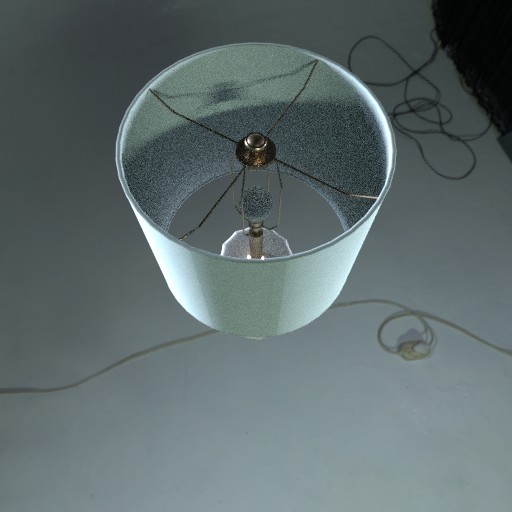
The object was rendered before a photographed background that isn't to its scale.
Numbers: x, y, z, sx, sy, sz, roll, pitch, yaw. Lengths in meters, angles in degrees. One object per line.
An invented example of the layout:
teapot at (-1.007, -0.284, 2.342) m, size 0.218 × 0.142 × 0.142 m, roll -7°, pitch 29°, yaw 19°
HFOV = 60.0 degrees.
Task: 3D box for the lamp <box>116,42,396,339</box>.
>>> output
lamp at (0.000, 0.000, 0.680) m, size 0.277 × 0.534 × 0.277 m, roll -18°, pitch 65°, yaw -9°
